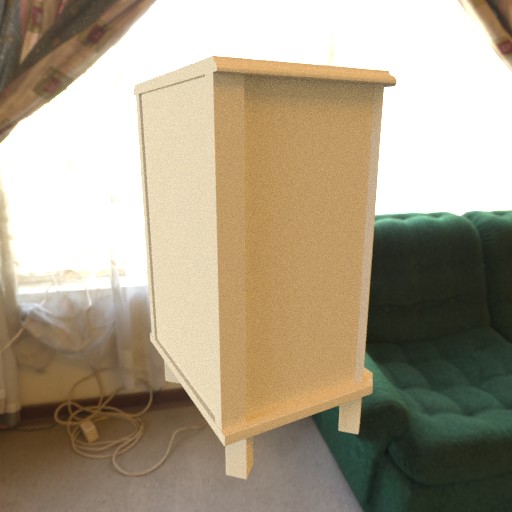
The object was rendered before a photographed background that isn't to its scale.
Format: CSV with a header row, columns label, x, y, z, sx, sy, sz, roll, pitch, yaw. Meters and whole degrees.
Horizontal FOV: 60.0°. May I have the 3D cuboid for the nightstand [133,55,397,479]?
label,x,y,z,sx,sy,sz,roll,pitch,yaw
nightstand,0.000,0.000,0.914,0.351,0.681,0.435,-8,18,-27
